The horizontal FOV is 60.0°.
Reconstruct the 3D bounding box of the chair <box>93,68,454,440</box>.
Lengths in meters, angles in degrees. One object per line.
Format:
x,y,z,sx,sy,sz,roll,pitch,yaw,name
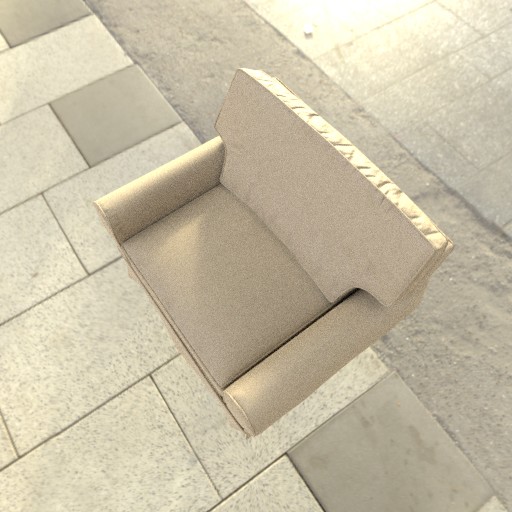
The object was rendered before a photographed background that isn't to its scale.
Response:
0.000,0.000,1.778,0.903,0.937,1.096,-34,68,-15,chair
